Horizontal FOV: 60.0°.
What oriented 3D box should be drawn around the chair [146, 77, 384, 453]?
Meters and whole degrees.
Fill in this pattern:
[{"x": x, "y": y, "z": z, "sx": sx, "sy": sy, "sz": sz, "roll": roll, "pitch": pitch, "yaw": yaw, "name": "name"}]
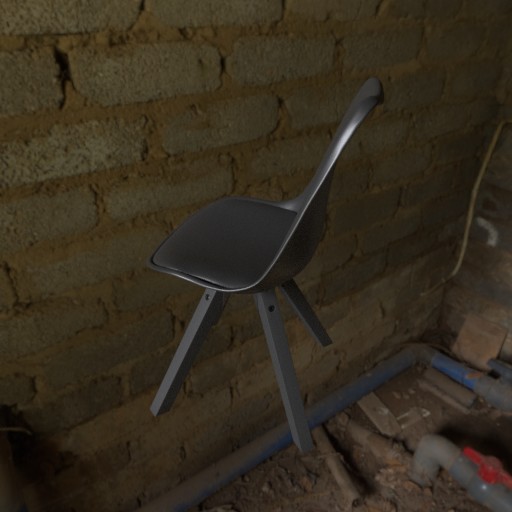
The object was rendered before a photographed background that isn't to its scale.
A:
[{"x": 0.000, "y": 0.000, "z": 1.144, "sx": 0.530, "sy": 0.850, "sz": 0.485, "roll": 8, "pitch": 31, "yaw": 13, "name": "chair"}]
